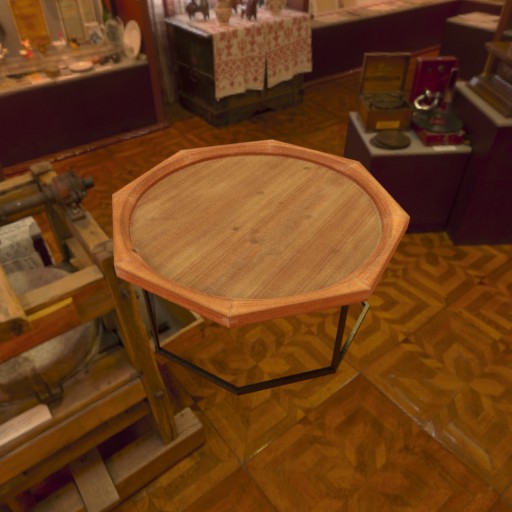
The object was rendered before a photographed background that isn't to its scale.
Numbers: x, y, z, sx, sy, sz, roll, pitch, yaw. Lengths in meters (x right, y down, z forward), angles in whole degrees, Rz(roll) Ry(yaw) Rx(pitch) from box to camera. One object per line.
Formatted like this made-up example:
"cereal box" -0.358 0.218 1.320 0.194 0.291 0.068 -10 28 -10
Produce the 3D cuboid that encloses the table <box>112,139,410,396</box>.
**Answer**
"table" 0.000 0.000 1.619 1.002 0.444 1.002 0 40 0
